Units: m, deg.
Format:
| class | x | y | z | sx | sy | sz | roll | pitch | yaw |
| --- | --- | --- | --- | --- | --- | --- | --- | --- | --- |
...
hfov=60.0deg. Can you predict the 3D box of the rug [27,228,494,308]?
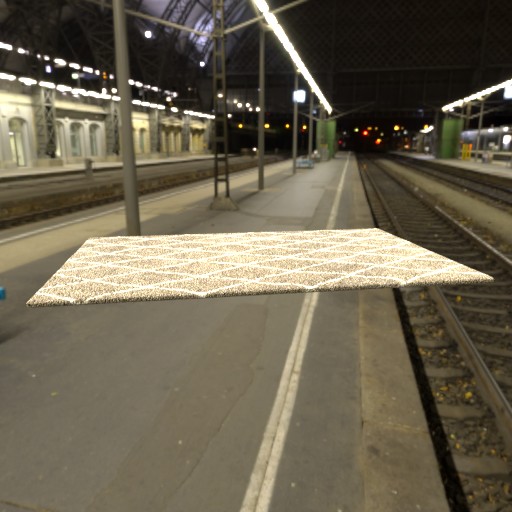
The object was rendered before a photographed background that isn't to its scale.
| class | x | y | z | sx | sy | sz | roll | pitch | yaw |
| --- | --- | --- | --- | --- | --- | --- | --- | --- | --- |
| rug | 0.000 | 0.000 | 2.991 | 2.438 | 0.030 | 1.524 | -2 | 14 | -9 |
